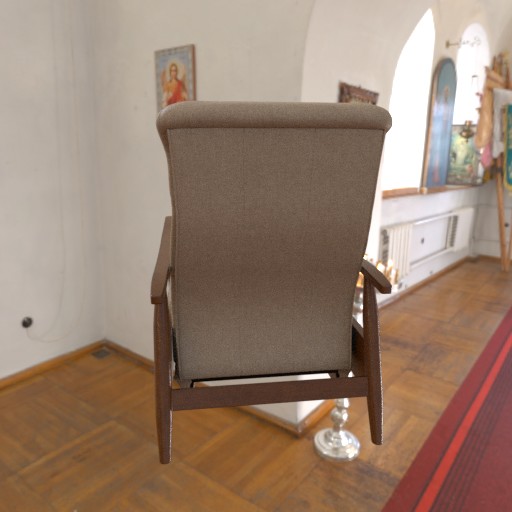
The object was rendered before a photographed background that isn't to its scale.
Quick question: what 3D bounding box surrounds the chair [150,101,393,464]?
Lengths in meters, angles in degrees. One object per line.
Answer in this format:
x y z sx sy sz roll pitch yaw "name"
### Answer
0.000 0.000 1.762 0.762 1.082 1.030 -2 14 -7 "chair"
